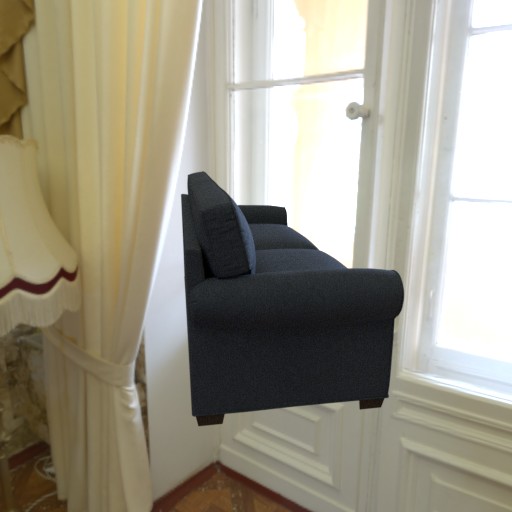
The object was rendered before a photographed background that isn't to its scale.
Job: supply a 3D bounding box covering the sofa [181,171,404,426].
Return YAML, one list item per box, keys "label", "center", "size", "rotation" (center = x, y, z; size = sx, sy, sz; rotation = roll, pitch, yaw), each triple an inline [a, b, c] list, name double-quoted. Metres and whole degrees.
- label: "sofa"
  center: [0.000, 0.000, 2.976]
  size: [0.954, 1.026, 2.391]
  rotation: [-2, 14, -10]
